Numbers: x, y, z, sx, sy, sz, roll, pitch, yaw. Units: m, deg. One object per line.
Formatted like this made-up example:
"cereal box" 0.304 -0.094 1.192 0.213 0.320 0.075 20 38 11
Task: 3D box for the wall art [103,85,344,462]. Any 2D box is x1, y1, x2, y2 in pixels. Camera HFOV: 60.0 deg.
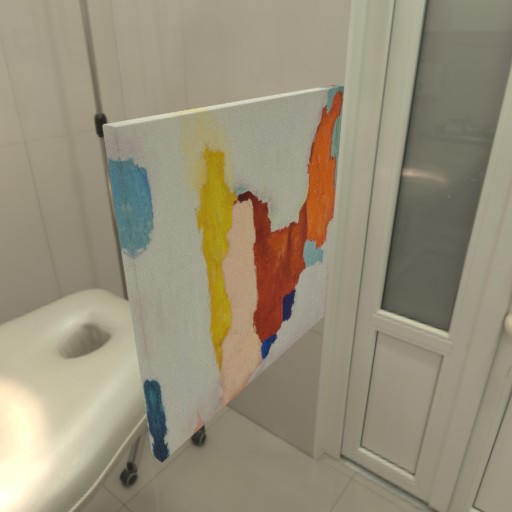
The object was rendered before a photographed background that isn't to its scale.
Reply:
"wall art" 0.000 0.000 1.214 0.037 0.814 0.814 19 32 33
